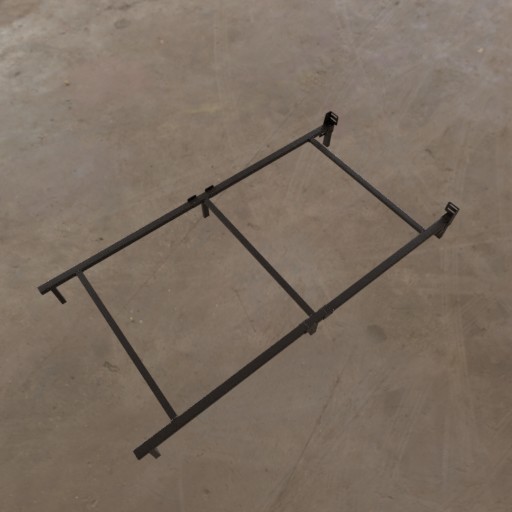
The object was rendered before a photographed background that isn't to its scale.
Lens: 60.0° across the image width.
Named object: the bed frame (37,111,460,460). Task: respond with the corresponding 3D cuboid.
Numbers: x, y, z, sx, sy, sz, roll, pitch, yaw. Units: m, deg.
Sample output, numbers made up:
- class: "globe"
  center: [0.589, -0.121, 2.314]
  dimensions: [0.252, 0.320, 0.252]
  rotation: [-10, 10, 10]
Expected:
- class: "bed frame"
  center: [0.000, 0.000, 2.260]
  dimensions: [1.897, 0.248, 0.968]
  rotation: [-33, 63, -19]
